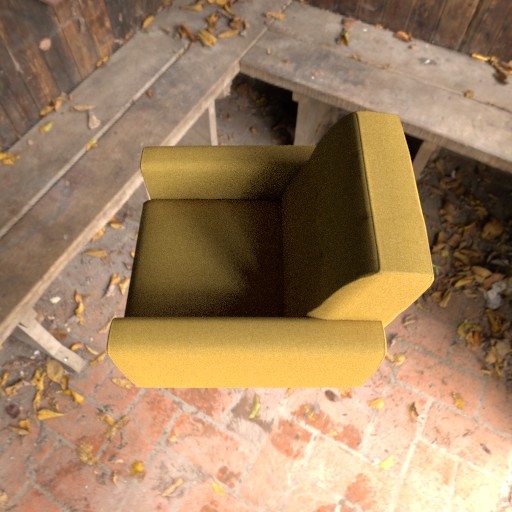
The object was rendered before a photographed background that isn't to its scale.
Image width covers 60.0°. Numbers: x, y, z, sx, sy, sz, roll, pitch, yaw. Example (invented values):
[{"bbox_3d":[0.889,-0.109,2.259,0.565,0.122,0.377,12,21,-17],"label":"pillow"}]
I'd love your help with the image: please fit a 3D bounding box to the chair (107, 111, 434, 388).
[{"bbox_3d":[0.000,0.000,1.587,0.909,0.841,0.831,0,60,0],"label":"chair"}]
